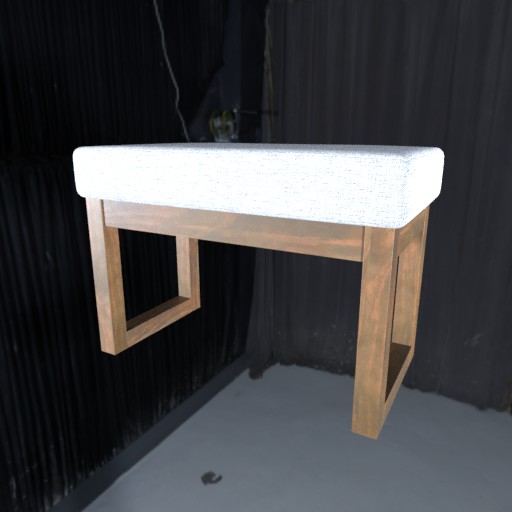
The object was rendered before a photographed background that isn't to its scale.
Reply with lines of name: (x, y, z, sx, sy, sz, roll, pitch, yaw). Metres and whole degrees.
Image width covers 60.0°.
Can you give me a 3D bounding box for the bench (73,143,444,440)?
bench: (0.000, 0.000, 0.964, 0.681, 0.467, 0.366, 9, 18, 28)
